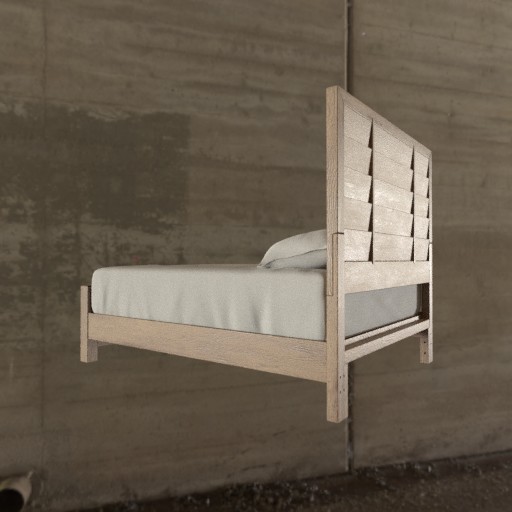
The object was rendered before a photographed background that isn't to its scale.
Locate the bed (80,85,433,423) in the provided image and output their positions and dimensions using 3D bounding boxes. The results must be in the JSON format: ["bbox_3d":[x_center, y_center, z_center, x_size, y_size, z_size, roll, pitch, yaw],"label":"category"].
[{"bbox_3d":[0.000,0.000,3.433,2.197,1.626,1.626,0,-1,37],"label":"bed"}]
